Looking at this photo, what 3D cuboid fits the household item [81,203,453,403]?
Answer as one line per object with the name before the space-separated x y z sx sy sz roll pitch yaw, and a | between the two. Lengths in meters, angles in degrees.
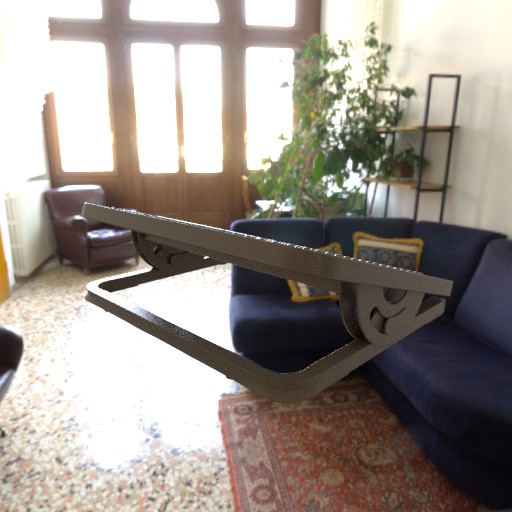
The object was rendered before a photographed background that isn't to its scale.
household item | 0.000 0.000 0.550 0.390 0.126 0.301 14 20 43
